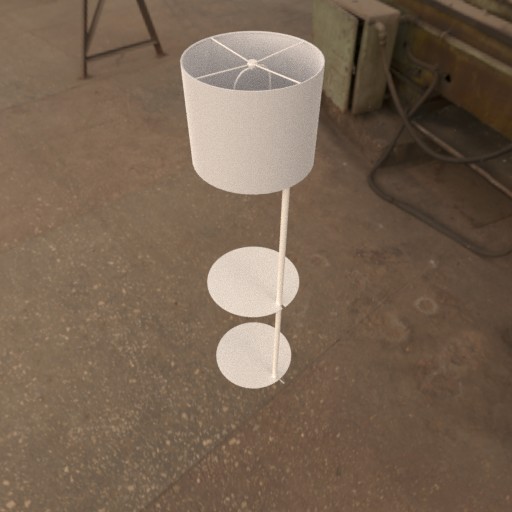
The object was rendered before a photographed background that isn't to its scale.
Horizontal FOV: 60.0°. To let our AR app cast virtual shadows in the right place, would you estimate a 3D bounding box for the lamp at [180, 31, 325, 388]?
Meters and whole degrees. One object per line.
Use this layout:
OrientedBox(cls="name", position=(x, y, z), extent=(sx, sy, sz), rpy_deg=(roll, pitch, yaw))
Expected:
OrientedBox(cls="lamp", position=(0.000, 0.000, 1.669), extent=(0.372, 1.465, 0.405), rpy_deg=(-31, 54, -26))
